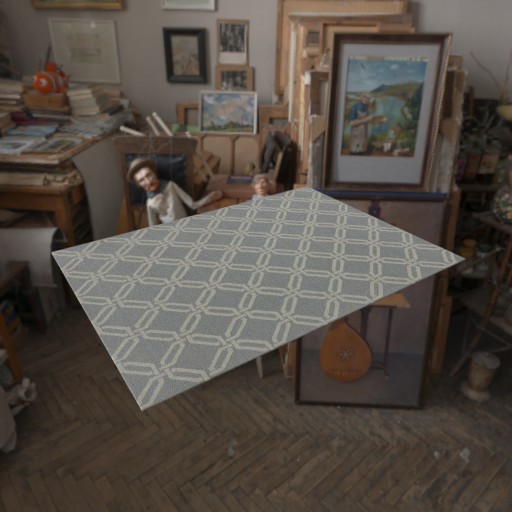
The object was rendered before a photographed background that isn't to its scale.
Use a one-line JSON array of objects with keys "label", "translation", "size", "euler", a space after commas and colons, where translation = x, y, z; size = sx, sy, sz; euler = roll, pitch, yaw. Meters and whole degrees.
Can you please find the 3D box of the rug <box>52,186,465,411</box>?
[{"label": "rug", "translation": [0.000, 0.000, 4.437], "size": [3.353, 0.013, 2.438], "euler": [-18, 34, -29]}]
